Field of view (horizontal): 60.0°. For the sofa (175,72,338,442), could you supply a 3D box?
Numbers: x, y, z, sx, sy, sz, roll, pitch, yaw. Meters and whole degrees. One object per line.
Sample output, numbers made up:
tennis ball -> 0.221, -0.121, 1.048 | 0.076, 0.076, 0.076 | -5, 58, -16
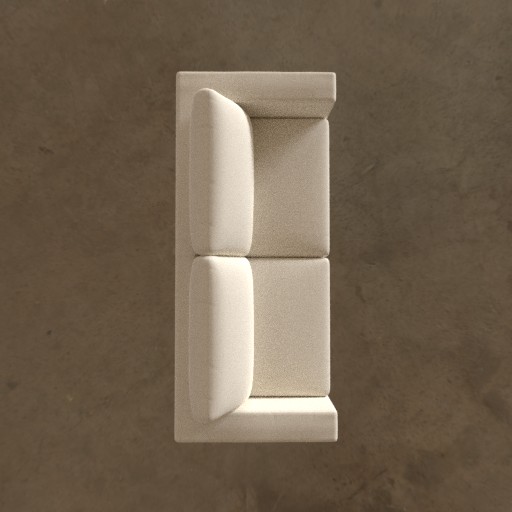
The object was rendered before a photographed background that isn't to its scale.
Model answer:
sofa -> 0.000, 0.000, 2.756 | 0.954, 0.881, 2.163 | 0, 89, -1
